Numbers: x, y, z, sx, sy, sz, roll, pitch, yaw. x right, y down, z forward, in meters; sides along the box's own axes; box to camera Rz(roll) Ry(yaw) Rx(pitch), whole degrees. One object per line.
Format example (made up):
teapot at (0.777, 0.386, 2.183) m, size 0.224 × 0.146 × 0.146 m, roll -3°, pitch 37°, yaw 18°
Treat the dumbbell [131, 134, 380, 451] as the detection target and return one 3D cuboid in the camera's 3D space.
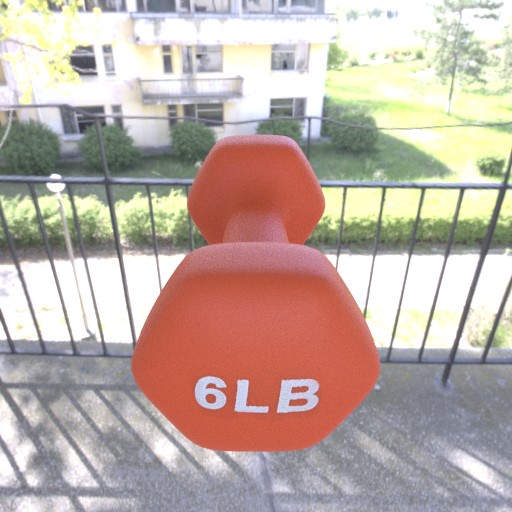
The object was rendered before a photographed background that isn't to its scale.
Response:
dumbbell at (0.000, 0.000, 0.197) m, size 0.079 × 0.071 × 0.162 m, roll 0°, pitch 30°, yaw 1°
